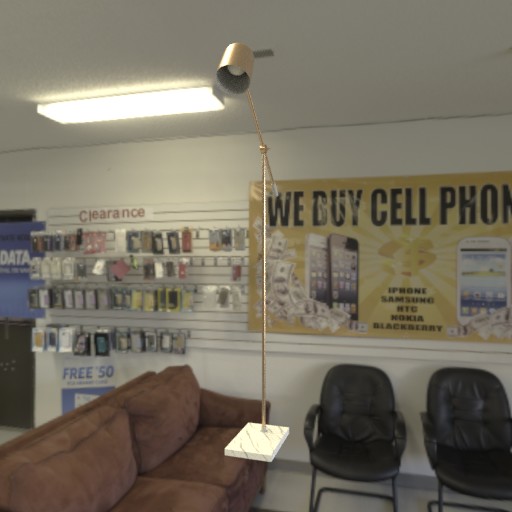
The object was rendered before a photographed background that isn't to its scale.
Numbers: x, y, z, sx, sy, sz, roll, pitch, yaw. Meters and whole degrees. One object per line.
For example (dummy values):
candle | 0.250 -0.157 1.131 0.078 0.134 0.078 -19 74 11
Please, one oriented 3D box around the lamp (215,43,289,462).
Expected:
lamp | 0.000 0.000 1.848 0.194 1.594 0.653 0 0 18
